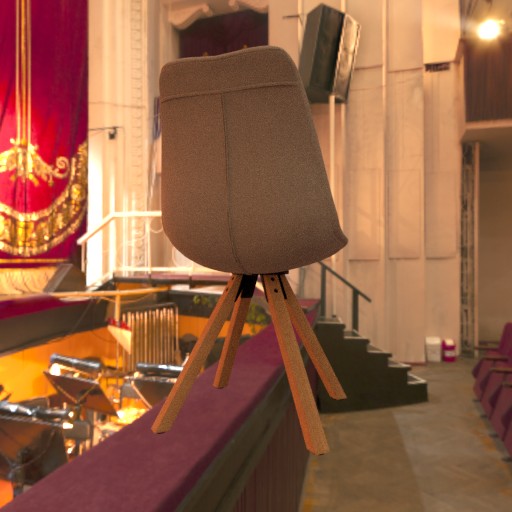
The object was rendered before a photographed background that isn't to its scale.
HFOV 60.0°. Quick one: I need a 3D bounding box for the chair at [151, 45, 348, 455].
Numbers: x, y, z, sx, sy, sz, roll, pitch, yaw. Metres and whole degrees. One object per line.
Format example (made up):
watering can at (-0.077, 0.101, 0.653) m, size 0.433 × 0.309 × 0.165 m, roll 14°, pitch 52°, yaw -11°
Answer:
chair at (0.000, 0.000, 1.187) m, size 0.474 × 0.863 × 0.549 m, roll 0°, pitch 0°, yaw 18°
